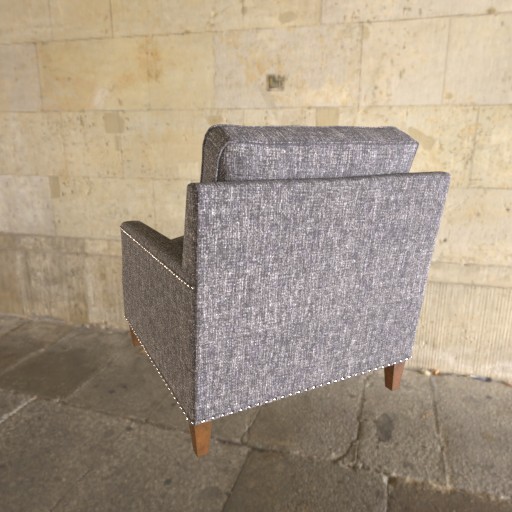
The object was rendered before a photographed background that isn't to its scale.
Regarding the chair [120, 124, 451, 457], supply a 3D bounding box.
[{"bbox_3d":[0.000,0.000,1.695,0.853,0.943,1.014,-8,17,-27],"label":"chair"}]
